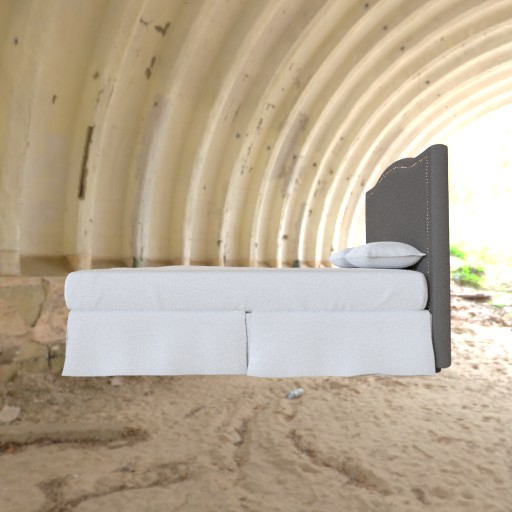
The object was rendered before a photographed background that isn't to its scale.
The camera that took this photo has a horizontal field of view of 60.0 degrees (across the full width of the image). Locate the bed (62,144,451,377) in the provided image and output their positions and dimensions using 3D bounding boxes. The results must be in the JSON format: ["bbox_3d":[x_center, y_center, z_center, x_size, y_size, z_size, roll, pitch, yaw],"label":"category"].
[{"bbox_3d":[0.000,0.000,3.436,2.282,1.436,1.821,0,-1,1],"label":"bed"}]
